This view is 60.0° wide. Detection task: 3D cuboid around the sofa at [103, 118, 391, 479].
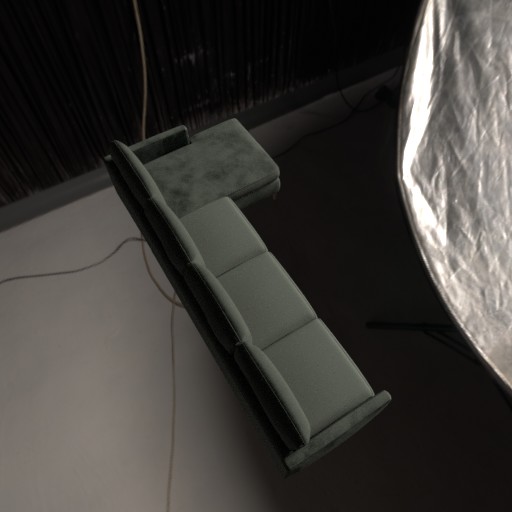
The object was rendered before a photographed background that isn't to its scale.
[{"bbox_3d":[0.000,0.000,3.283,1.255,0.756,2.725,-28,63,-16],"label":"sofa"}]
